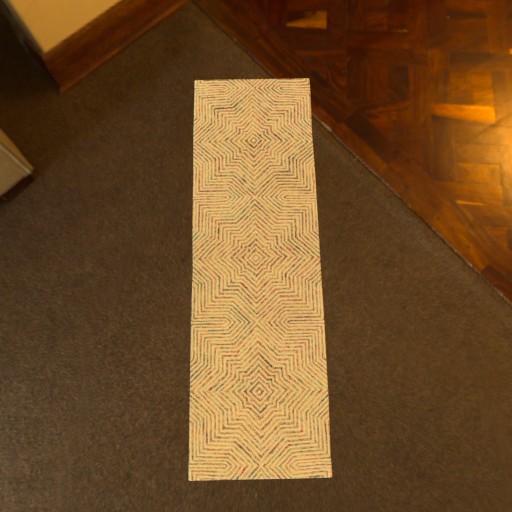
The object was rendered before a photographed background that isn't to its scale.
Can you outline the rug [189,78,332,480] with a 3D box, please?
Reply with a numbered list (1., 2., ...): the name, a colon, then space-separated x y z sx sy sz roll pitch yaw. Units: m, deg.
1. rug: 0.000 0.000 2.654 0.771 0.009 2.443 -1 75 0
